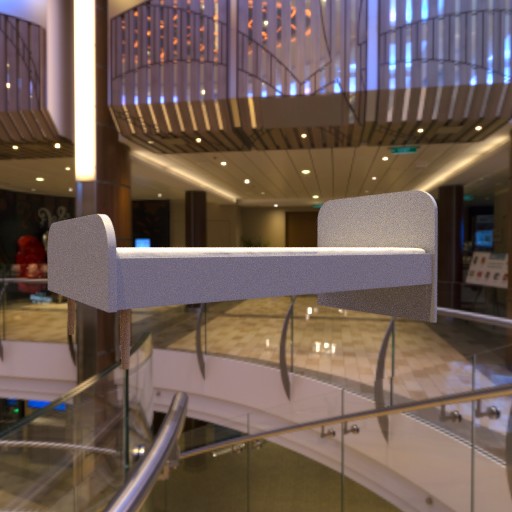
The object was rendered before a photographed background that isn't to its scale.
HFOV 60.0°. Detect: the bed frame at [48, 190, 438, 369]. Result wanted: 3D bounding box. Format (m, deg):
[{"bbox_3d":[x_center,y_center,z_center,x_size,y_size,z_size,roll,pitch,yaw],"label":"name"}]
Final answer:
[{"bbox_3d":[0.000,0.000,2.484,1.963,0.805,0.998,-1,1,-36],"label":"bed frame"}]
